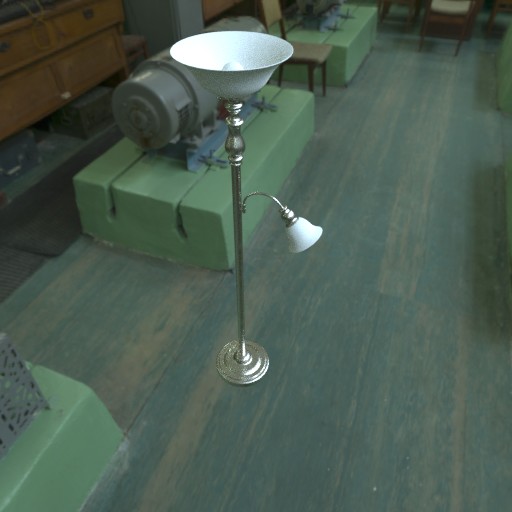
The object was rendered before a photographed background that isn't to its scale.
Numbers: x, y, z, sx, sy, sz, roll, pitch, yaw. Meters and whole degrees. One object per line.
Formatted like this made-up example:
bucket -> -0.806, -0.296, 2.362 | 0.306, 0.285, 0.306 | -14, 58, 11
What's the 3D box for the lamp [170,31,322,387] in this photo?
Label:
lamp -> 0.000, 0.000, 2.038 | 0.575, 1.785, 0.405 | 13, 43, 14
